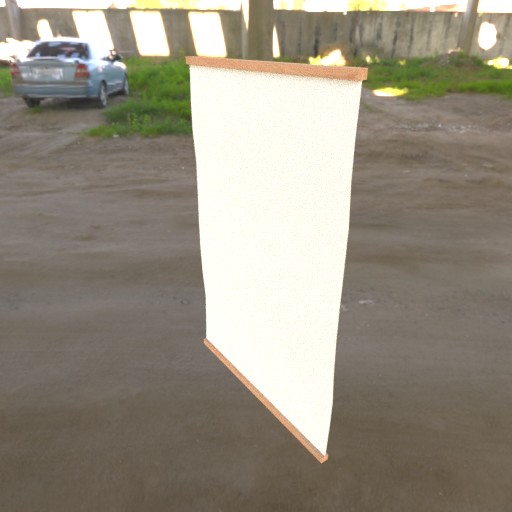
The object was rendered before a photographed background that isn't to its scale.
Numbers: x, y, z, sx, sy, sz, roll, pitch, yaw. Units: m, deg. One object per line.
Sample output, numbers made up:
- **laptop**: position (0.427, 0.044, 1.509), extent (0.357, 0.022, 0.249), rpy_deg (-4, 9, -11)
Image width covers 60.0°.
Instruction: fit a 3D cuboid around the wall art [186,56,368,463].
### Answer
- **wall art**: position (0.000, 0.000, 0.631), extent (0.012, 0.508, 0.332), rpy_deg (-17, 31, -31)
